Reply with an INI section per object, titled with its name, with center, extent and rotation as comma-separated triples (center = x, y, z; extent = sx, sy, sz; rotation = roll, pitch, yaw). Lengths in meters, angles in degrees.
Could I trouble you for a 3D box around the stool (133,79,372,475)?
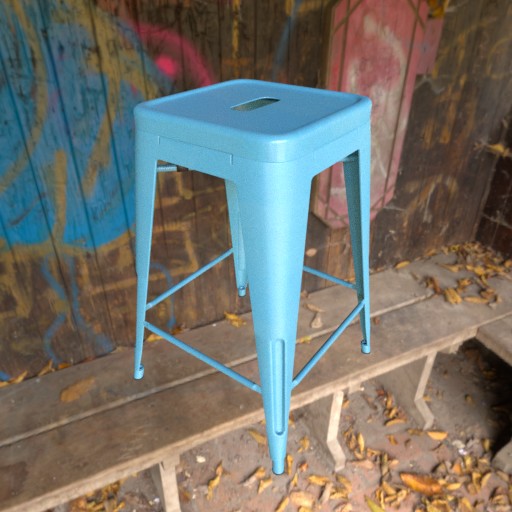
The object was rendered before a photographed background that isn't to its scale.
[stool]
center = 0.000, 0.000, 0.897
extent = 0.410, 0.608, 0.410
rotation = 21, 38, 30
